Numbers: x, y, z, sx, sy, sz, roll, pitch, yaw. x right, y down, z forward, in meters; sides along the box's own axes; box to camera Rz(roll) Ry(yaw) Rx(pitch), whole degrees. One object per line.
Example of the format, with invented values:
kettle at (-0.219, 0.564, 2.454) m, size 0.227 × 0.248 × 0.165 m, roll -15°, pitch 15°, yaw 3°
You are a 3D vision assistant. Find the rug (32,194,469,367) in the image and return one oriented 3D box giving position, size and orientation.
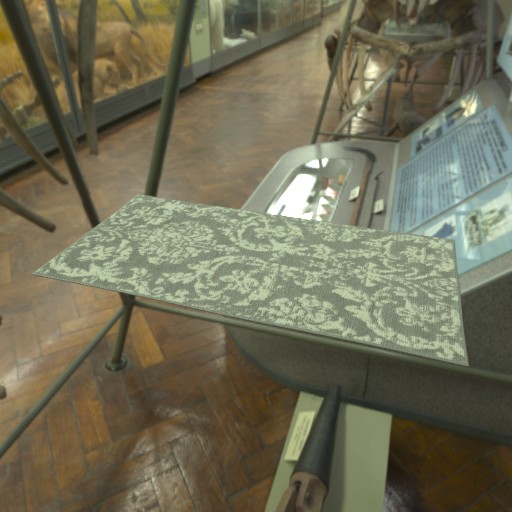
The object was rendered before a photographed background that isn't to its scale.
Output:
rug at (0.000, 0.000, 1.414) m, size 1.219 × 0.007 × 0.604 m, roll 10°, pitch 34°, yaw 15°
